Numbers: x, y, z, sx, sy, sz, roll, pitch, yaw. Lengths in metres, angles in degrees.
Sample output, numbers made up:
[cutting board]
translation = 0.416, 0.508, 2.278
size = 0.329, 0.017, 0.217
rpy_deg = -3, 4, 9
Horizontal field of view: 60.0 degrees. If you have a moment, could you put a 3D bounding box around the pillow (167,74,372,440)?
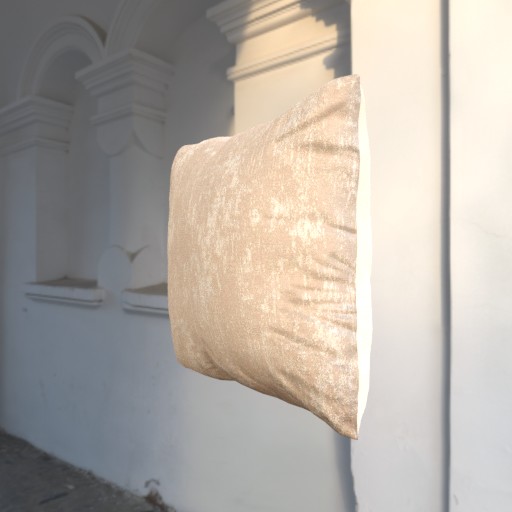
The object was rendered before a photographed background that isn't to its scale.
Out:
[pillow]
translation = 0.000, 0.000, 0.721
size = 0.245, 0.448, 0.450
rpy_deg = 0, 0, -35
